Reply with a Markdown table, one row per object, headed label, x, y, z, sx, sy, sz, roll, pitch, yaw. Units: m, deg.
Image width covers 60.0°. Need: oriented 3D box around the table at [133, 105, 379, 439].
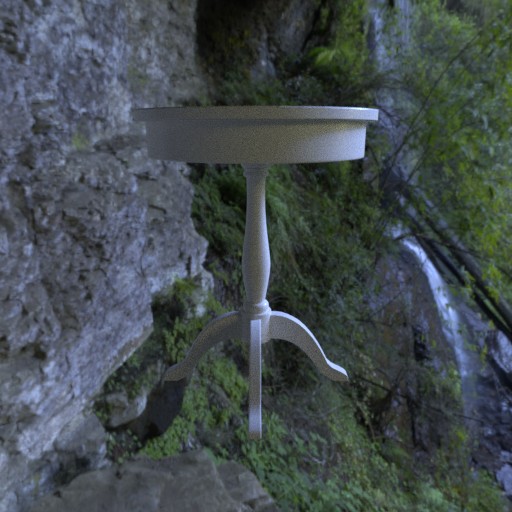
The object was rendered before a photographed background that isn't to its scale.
| label | x | y | z | sx | sy | sz | roll | pitch | yaw |
| --- | --- | --- | --- | --- | --- | --- | --- | --- | --- |
| table | 0.000 | 0.000 | 1.048 | 0.513 | 0.653 | 0.513 | 0 | 16 | 0 |
